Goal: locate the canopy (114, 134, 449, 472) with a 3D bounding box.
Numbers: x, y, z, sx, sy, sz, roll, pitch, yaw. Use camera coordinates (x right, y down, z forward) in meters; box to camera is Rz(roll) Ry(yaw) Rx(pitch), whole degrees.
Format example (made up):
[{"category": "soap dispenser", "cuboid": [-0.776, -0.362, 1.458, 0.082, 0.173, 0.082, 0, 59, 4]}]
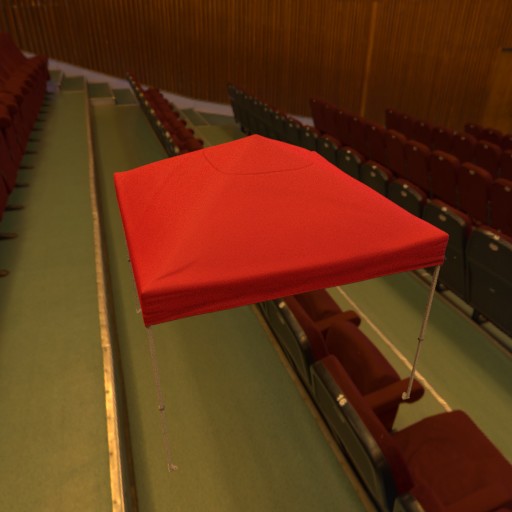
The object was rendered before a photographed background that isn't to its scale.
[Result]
[{"category": "canopy", "cuboid": [0.000, 0.000, 5.488, 2.998, 2.997, 2.996, -10, 31, -17]}]
